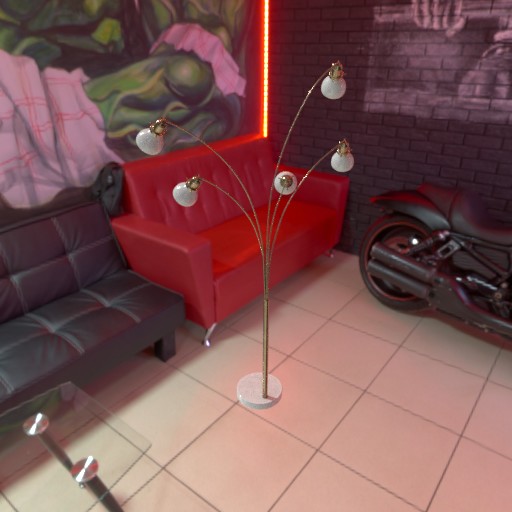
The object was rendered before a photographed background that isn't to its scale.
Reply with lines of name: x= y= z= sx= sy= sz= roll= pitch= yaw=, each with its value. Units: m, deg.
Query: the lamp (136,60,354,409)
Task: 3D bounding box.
lamp: x=0.000 y=0.000 z=3.005 sx=1.405 sy=2.423 sz=0.361 roll=-9 pitch=27 yaw=-18
